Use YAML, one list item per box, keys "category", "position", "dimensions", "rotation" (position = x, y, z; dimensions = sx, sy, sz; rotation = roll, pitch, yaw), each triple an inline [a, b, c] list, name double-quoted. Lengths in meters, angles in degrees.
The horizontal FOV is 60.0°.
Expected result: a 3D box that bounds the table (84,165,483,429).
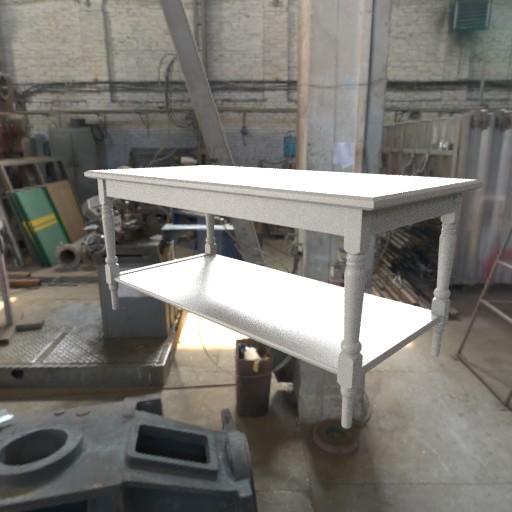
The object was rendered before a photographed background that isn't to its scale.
- category: "table"
  position: [0.000, 0.000, 1.396]
  dimensions: [1.109, 0.506, 0.551]
  rotation: [14, 20, 43]
